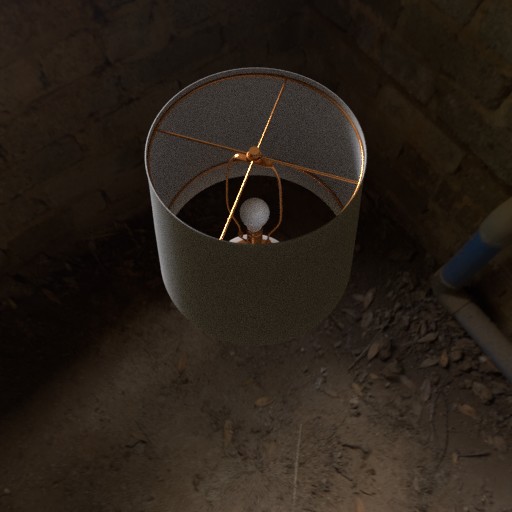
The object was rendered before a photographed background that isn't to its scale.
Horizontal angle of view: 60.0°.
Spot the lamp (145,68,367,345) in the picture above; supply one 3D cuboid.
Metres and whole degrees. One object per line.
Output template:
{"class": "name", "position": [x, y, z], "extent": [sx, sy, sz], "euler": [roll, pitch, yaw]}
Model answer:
{"class": "lamp", "position": [0.000, 0.000, 0.451], "extent": [0.189, 0.340, 0.189], "euler": [0, 64, 0]}
